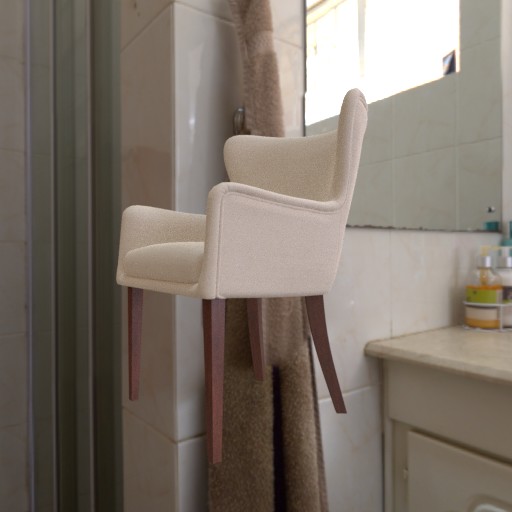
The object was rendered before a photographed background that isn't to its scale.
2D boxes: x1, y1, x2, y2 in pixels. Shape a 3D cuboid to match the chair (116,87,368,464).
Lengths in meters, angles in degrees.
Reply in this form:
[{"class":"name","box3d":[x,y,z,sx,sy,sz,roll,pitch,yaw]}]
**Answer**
[{"class":"chair","box3d":[0.000,0.000,1.485,0.744,0.990,0.696,0,0,-35]}]
